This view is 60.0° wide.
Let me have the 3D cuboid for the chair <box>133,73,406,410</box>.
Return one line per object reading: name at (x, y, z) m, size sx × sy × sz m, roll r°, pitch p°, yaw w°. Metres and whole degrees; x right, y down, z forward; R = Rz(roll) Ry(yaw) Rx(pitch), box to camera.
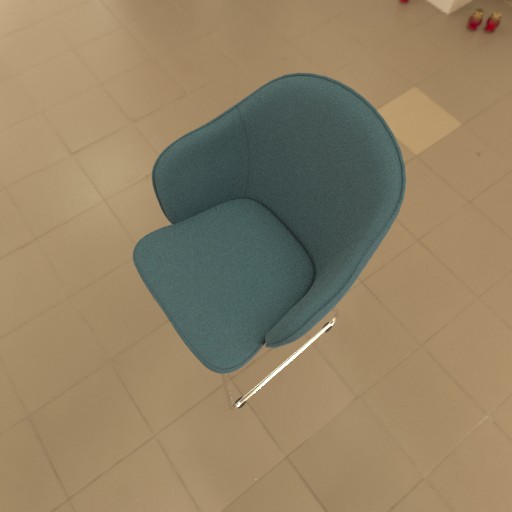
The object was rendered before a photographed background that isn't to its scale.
chair at (0.000, 0.000, 1.226) m, size 0.585 × 0.815 × 0.570 m, roll -34°, pitch 68°, yaw -16°
